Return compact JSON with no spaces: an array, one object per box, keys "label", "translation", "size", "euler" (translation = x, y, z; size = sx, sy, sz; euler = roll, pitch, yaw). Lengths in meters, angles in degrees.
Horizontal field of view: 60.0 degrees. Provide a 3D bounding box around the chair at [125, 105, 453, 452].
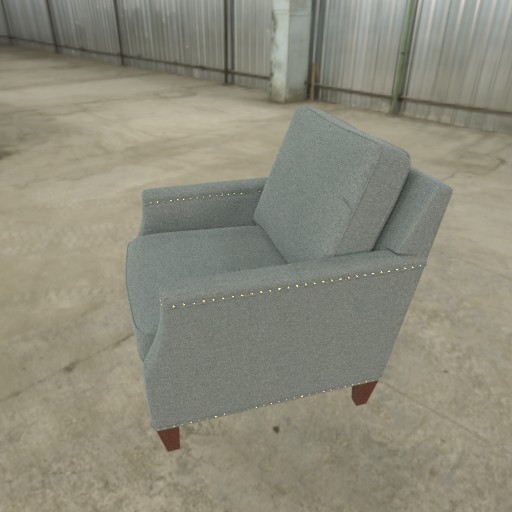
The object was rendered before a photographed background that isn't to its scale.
[{"label":"chair","translation":[0.000,0.000,1.788],"size":[1.031,1.031,0.885],"euler":[-8,31,-14]}]
